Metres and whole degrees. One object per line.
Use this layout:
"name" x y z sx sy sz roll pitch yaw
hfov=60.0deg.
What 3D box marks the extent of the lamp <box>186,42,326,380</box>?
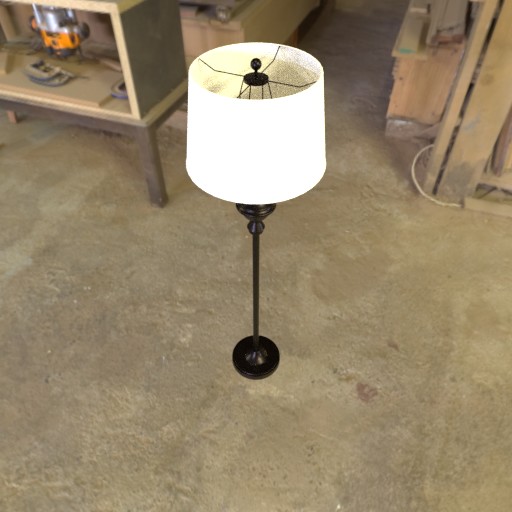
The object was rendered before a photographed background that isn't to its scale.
"lamp" 0.000 0.000 1.686 0.431 1.484 0.431 0 46 0
